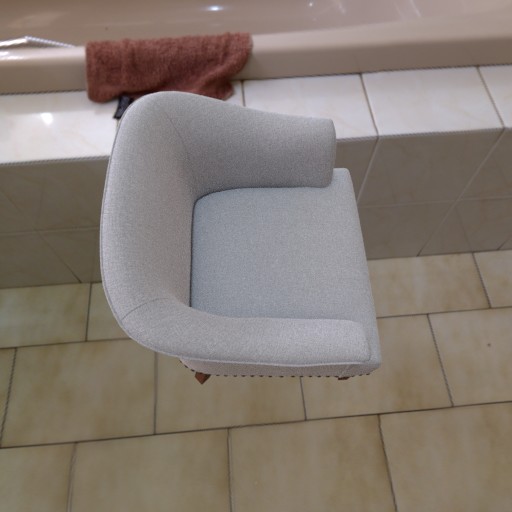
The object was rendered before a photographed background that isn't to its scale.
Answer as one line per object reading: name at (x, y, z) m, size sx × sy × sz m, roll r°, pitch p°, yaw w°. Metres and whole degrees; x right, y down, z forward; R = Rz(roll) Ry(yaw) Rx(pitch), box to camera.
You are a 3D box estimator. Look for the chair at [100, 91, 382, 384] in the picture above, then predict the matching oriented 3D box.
chair at (0.000, 0.000, 1.395) m, size 0.704 × 0.815 × 0.798 m, roll -2°, pitch 63°, yaw -1°
